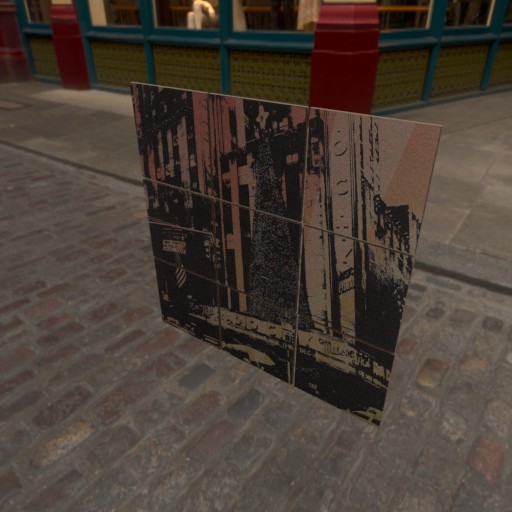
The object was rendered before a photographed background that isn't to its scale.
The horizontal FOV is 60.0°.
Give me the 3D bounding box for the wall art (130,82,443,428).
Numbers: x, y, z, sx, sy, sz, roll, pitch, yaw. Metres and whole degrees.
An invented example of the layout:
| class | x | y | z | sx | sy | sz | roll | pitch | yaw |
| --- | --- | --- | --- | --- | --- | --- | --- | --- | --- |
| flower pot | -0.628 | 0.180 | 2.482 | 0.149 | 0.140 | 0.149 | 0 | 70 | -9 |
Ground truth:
| class | x | y | z | sx | sy | sz | roll | pitch | yaw |
| --- | --- | --- | --- | --- | --- | --- | --- | --- | --- |
| wall art | 0.000 | 0.000 | 2.244 | 1.527 | 1.521 | 0.017 | 19 | 36 | 29 |
